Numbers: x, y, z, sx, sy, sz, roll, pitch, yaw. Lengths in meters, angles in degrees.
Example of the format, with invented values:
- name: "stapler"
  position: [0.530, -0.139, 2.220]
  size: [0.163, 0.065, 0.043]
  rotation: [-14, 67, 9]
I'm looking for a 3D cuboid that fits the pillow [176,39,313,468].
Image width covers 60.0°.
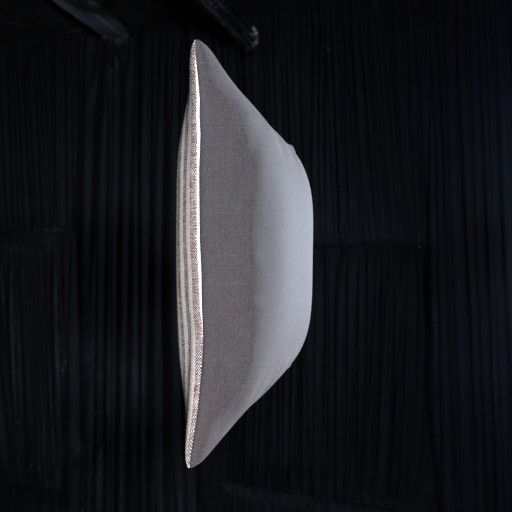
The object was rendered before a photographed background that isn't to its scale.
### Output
- name: "pillow"
  position: [0.000, 0.000, 0.768]
  size: [0.166, 0.506, 0.523]
  rotation: [0, 0, 17]
